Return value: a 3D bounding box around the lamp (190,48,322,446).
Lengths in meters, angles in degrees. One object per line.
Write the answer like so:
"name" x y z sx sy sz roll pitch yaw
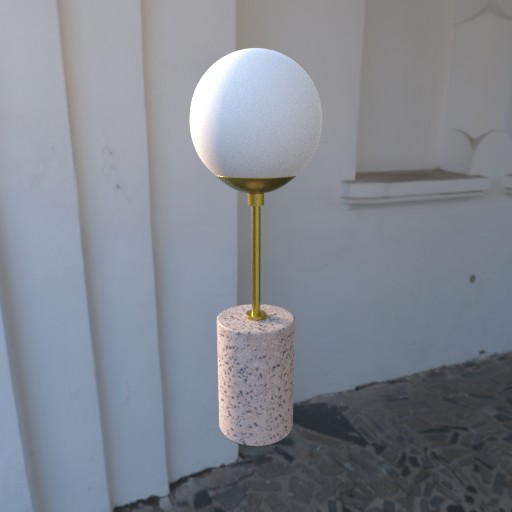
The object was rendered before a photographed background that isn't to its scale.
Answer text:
"lamp" 0.000 0.000 0.559 0.153 0.480 0.153 0 14 0
